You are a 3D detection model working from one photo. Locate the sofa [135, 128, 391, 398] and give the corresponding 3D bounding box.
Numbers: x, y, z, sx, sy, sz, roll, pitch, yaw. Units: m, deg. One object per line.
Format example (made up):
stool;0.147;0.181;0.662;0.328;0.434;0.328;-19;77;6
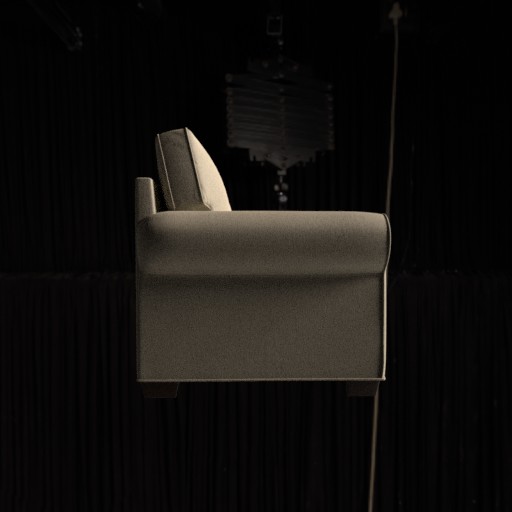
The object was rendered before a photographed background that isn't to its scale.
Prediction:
sofa;0.000;0.000;2.299;0.861;0.933;1.774;0;1;-2
